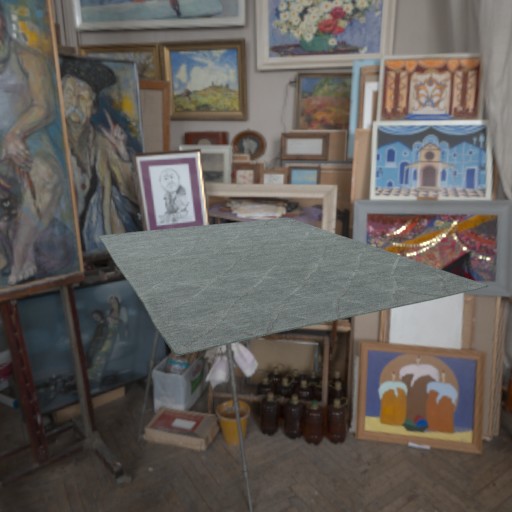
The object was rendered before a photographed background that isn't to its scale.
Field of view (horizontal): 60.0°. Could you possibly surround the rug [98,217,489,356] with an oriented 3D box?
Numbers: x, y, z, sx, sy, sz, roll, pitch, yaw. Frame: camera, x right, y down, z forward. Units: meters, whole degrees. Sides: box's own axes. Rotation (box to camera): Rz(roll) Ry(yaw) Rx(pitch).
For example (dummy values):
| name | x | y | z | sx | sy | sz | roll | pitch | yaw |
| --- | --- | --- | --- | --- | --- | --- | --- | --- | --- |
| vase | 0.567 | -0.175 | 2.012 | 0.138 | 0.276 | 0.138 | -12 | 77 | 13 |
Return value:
| name | x | y | z | sx | sy | sz | roll | pitch | yaw |
| --- | --- | --- | --- | --- | --- | --- | --- | --- | --- |
| rug | 0.000 | 0.000 | 4.119 | 2.438 | 0.013 | 3.048 | -8 | 18 | -25 |
